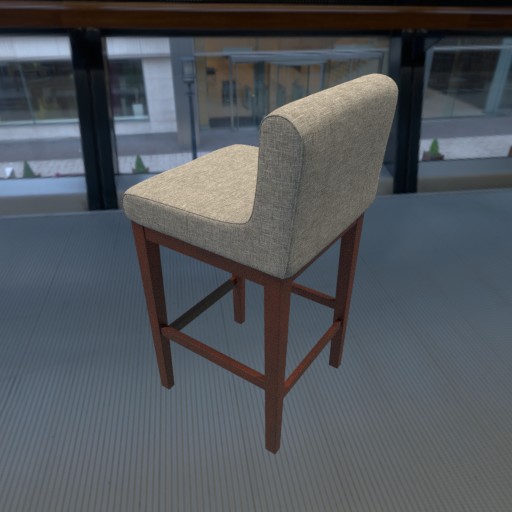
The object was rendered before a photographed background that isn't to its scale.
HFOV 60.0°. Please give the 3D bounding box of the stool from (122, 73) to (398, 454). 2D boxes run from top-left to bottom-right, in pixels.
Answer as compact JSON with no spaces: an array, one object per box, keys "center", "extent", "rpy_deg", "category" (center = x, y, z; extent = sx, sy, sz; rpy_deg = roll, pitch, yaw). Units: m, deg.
[{"center":[0.000,0.000,1.096],"extent":[0.459,0.835,0.417],"rpy_deg":[20,37,29],"category":"stool"}]
